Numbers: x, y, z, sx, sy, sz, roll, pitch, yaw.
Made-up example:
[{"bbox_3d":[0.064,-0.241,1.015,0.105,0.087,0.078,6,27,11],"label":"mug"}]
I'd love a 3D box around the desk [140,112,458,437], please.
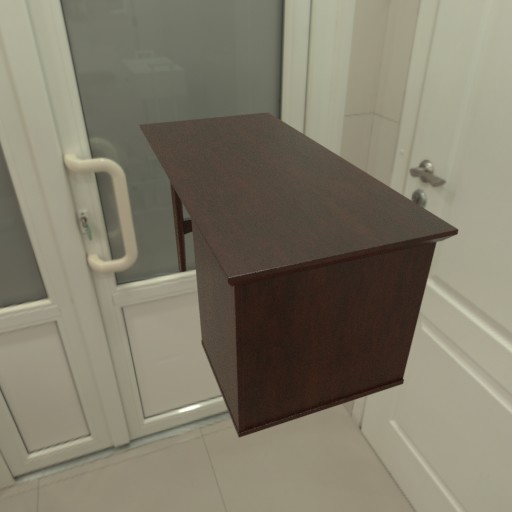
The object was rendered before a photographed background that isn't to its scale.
[{"bbox_3d":[0.000,0.000,1.735,0.612,0.758,1.277,-11,33,-18],"label":"desk"}]
